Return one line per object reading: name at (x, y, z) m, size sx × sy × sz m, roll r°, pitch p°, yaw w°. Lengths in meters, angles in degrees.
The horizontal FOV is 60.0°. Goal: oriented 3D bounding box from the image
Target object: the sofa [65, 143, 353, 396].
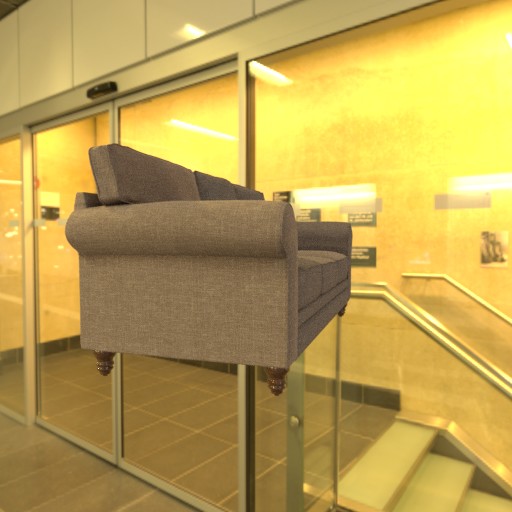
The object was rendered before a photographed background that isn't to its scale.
sofa at (0.000, 0.000, 2.579) m, size 0.916 × 0.961 × 2.084 m, roll 1°, pitch 2°, yaw 18°
